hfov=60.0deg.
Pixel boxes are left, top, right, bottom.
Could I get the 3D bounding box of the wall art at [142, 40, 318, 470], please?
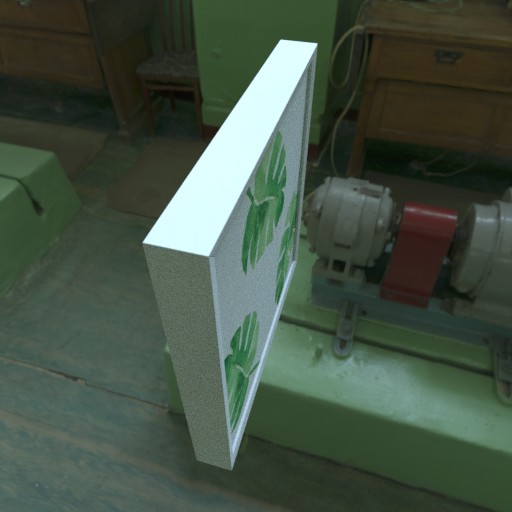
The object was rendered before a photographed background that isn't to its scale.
[{"bbox_3d":[0.000,0.000,0.442,0.038,0.305,0.305,12,46,11],"label":"wall art"}]
